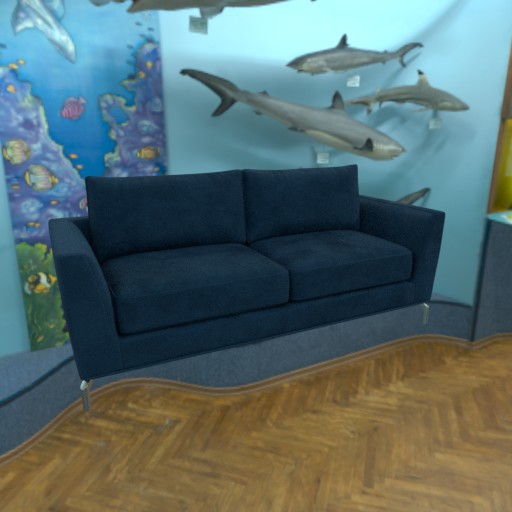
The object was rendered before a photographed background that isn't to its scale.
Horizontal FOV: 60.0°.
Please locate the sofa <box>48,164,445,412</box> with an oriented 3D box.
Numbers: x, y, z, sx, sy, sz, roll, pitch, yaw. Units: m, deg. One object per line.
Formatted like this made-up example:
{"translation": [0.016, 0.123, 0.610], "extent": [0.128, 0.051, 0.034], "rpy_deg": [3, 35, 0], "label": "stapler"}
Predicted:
{"translation": [0.000, 0.000, 2.676], "extent": [2.212, 0.998, 0.853], "rpy_deg": [-8, 18, -25], "label": "sofa"}
